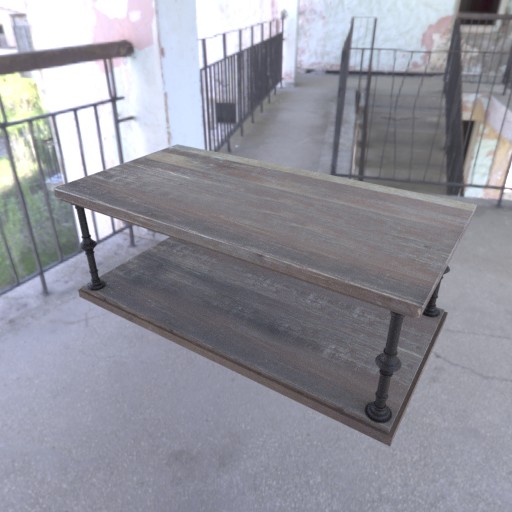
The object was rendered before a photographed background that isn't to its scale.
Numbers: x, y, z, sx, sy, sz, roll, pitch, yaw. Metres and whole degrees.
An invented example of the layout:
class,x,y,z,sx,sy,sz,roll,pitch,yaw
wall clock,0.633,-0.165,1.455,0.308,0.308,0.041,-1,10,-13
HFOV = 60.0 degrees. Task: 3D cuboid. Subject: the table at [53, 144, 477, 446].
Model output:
class,x,y,z,sx,sy,sz,roll,pitch,yaw
table,0.000,0.000,1.372,1.088,0.399,0.554,18,35,28
